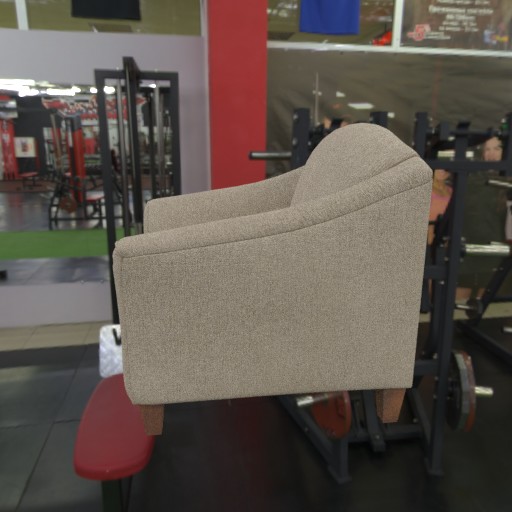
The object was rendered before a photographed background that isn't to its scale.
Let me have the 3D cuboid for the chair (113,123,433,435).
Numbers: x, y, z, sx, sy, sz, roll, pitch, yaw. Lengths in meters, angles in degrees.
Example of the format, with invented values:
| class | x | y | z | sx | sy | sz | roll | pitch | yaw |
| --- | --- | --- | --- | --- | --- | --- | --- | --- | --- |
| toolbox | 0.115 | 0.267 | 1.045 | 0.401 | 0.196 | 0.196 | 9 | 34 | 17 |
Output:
| class | x | y | z | sx | sy | sz | roll | pitch | yaw |
| --- | --- | --- | --- | --- | --- | --- | --- | --- | --- |
| chair | 0.000 | 0.000 | 1.454 | 0.787 | 0.839 | 0.763 | -2 | 15 | -7 |
